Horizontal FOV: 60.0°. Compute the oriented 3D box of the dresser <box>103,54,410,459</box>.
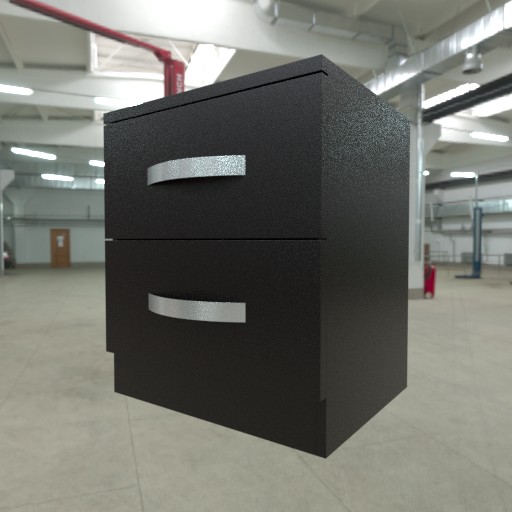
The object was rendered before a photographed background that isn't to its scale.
[{"bbox_3d":[0.000,0.000,0.746,0.400,0.470,0.360,1,2,36],"label":"dresser"}]
